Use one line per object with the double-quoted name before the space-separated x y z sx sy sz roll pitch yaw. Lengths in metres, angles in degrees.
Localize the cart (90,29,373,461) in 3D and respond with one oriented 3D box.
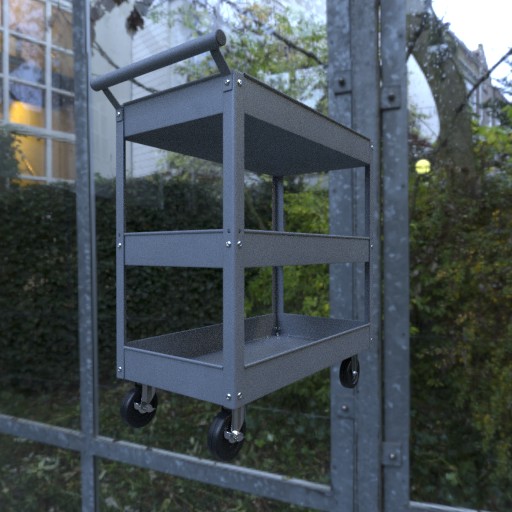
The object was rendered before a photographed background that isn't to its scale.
"cart" 0.000 0.000 1.146 0.366 0.780 0.719 0 1 37
